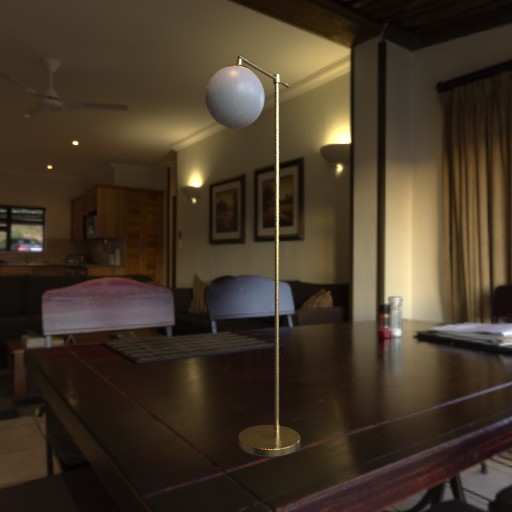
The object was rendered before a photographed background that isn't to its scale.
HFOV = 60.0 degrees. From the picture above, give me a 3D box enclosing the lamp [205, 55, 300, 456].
[{"bbox_3d":[0.000,0.000,1.721,0.249,1.505,0.476,0,-1,36],"label":"lamp"}]
